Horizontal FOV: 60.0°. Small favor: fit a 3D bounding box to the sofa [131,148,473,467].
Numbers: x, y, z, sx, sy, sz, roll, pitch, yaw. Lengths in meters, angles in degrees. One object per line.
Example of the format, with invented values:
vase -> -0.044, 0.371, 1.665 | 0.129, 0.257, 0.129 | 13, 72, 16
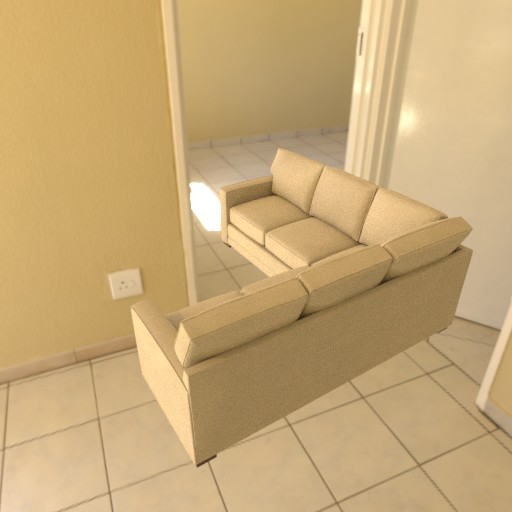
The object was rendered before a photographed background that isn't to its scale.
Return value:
sofa -> 0.000, 0.000, 3.457 | 2.189, 0.939, 2.182 | -18, 35, -28
